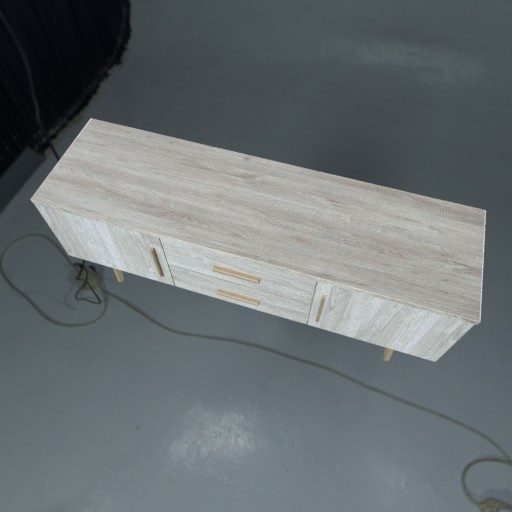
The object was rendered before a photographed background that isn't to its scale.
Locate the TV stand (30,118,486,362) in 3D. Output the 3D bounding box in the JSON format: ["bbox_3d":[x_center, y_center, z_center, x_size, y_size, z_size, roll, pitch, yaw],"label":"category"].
[{"bbox_3d":[0.000,0.000,1.563,1.313,0.565,0.401,15,59,9],"label":"TV stand"}]
